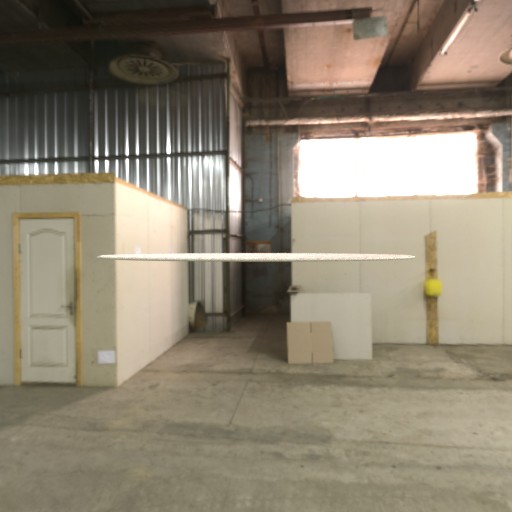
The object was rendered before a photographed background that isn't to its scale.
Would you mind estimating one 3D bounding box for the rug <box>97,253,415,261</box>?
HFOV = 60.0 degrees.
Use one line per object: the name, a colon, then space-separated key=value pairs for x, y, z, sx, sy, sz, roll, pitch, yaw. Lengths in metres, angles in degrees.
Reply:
rug: x=0.000 y=0.000 z=2.357 sx=1.593 sy=0.012 sz=1.593 roll=0 pitch=1 yaw=0
